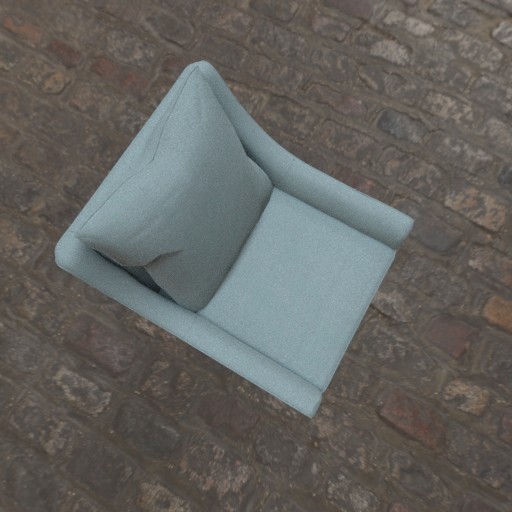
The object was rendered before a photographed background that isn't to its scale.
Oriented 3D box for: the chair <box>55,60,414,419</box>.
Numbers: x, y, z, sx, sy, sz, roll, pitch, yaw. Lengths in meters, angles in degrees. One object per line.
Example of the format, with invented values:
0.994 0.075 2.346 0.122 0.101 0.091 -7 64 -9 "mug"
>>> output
0.000 0.000 1.559 0.870 0.926 0.760 29 77 8 "chair"
